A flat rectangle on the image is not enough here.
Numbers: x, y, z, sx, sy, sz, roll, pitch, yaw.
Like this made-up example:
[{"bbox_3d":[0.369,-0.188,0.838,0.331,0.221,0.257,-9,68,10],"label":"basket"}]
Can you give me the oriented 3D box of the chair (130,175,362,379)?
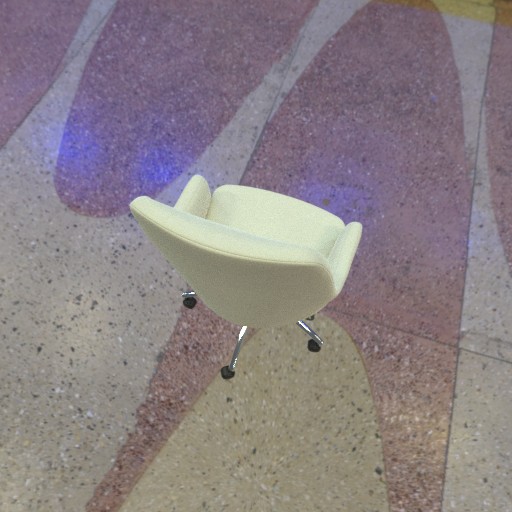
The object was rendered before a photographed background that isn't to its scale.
[{"bbox_3d":[0.000,0.000,1.459,0.620,1.049,0.640,18,64,9],"label":"chair"}]
